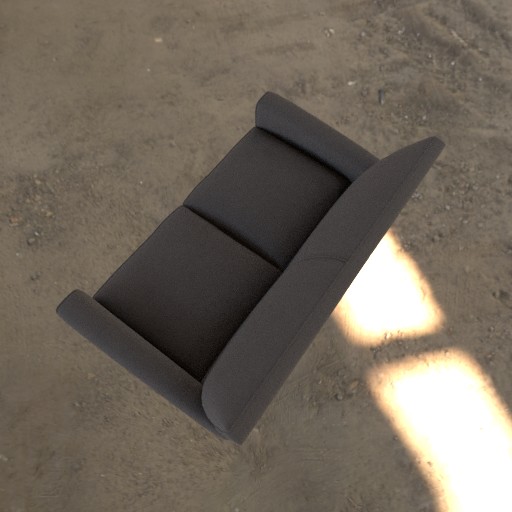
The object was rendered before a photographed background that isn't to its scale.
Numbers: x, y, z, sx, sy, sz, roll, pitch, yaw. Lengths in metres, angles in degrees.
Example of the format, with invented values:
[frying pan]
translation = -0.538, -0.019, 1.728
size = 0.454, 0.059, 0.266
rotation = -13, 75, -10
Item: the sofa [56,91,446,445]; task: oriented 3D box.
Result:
[sofa]
translation = 0.000, 0.000, 1.969
size = 0.871, 0.846, 1.420
rotation = 33, 68, 15
